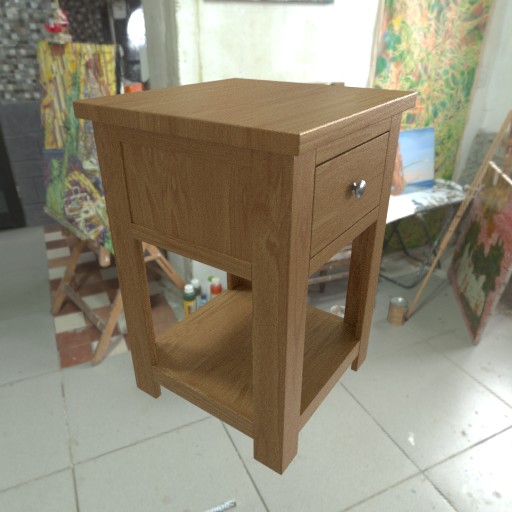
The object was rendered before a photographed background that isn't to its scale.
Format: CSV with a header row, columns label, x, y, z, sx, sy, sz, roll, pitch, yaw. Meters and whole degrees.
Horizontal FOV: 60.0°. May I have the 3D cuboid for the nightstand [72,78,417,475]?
label,x,y,z,sx,sy,sz,roll,pitch,yaw
nightstand,0.000,0.000,0.895,0.418,0.614,0.428,18,32,31
